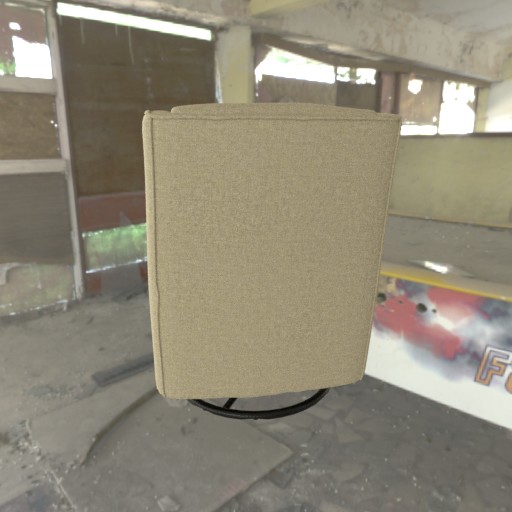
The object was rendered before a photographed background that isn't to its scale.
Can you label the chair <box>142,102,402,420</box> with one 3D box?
[{"bbox_3d":[0.000,0.000,1.597,0.732,0.993,0.879,-2,15,-9],"label":"chair"}]
